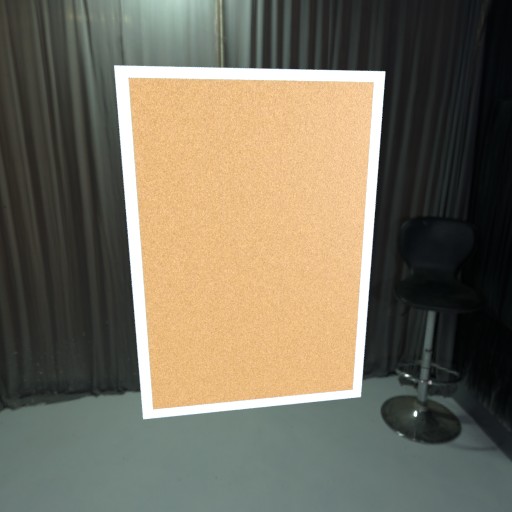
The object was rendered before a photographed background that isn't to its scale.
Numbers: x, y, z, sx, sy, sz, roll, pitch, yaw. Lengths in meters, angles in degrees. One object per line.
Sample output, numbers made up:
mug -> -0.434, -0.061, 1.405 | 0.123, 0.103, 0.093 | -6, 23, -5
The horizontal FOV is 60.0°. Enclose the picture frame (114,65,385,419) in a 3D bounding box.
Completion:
picture frame -> 0.000, 0.000, 1.200 | 0.659, 0.940, 0.013 | -3, 16, -9
